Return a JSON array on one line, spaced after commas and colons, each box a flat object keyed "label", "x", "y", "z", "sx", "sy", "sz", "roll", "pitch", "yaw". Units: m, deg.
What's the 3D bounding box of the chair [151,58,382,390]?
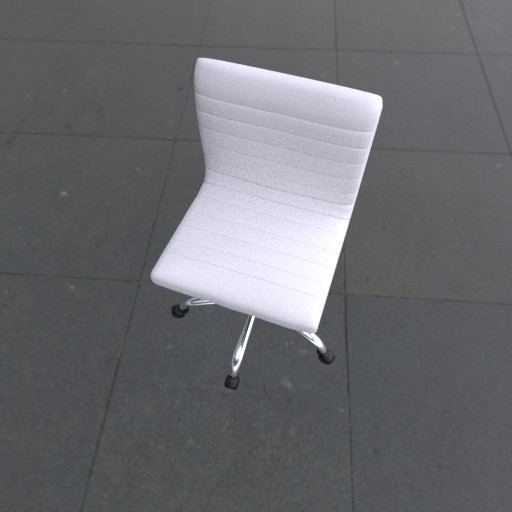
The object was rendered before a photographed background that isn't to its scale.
[{"label": "chair", "x": 0.000, "y": 0.000, "z": 1.064, "sx": 0.520, "sy": 0.750, "sz": 0.455, "roll": 16, "pitch": 58, "yaw": 10}]
